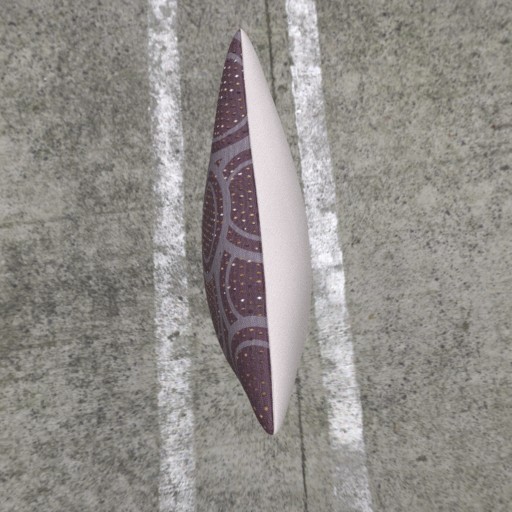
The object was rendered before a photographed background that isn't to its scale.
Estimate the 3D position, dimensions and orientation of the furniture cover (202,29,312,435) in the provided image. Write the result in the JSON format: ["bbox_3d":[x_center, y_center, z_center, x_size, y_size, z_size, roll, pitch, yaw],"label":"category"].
[{"bbox_3d":[0.000,0.000,0.808,0.193,0.509,0.552,-4,75,-1],"label":"furniture cover"}]
